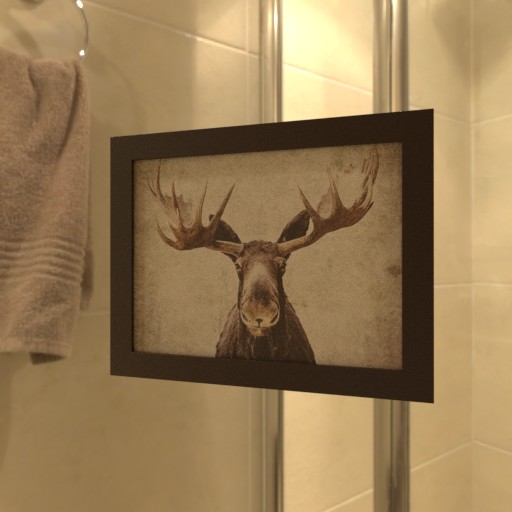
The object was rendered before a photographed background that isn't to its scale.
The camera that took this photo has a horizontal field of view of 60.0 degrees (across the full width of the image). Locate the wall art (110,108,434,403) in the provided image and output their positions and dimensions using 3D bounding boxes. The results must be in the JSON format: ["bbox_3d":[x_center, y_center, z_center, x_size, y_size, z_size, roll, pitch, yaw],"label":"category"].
[{"bbox_3d":[0.000,0.000,1.616,1.207,0.952,0.034,0,0,17],"label":"wall art"}]
